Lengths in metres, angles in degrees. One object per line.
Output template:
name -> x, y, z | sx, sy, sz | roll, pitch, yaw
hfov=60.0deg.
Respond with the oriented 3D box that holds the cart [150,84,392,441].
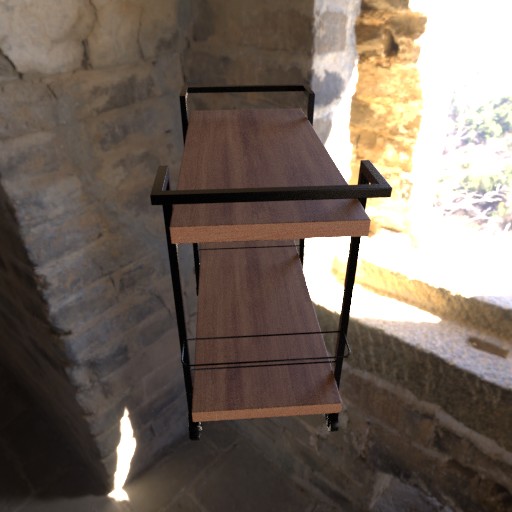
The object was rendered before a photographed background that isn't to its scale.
cart -> 0.000, 0.000, 1.261 | 0.406, 0.762, 0.806 | -2, 33, -4
